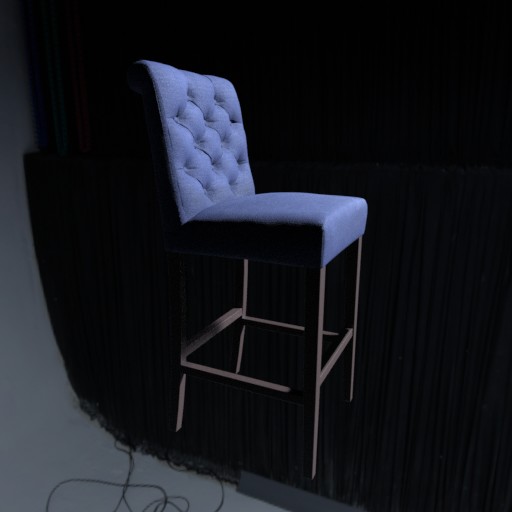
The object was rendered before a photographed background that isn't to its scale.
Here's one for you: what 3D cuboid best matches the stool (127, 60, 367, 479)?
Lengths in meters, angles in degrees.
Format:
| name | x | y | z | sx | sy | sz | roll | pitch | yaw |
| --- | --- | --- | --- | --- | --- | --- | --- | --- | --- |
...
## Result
| name | x | y | z | sx | sy | sz | roll | pitch | yaw |
| --- | --- | --- | --- | --- | --- | --- | --- | --- | --- |
| stool | 0.000 | 0.000 | 1.423 | 0.601 | 1.140 | 0.493 | 7 | 16 | 25 |
